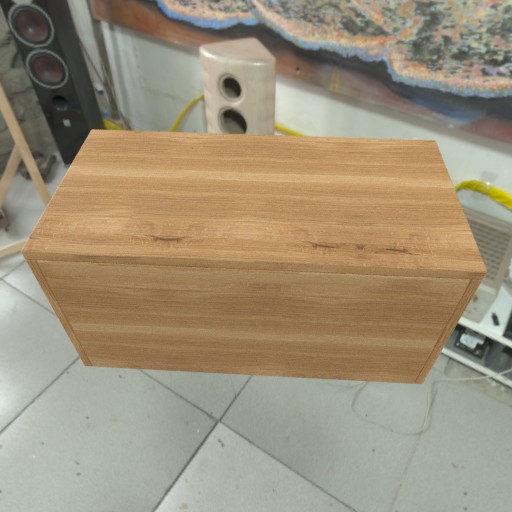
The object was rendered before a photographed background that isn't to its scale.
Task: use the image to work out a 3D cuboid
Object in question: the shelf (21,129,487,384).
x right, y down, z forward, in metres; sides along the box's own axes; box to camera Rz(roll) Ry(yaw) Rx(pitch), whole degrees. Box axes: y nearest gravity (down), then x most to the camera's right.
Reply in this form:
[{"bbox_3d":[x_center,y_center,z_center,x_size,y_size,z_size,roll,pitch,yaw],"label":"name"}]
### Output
[{"bbox_3d":[0.000,0.000,1.039,0.800,0.400,0.400,2,47,2],"label":"shelf"}]
